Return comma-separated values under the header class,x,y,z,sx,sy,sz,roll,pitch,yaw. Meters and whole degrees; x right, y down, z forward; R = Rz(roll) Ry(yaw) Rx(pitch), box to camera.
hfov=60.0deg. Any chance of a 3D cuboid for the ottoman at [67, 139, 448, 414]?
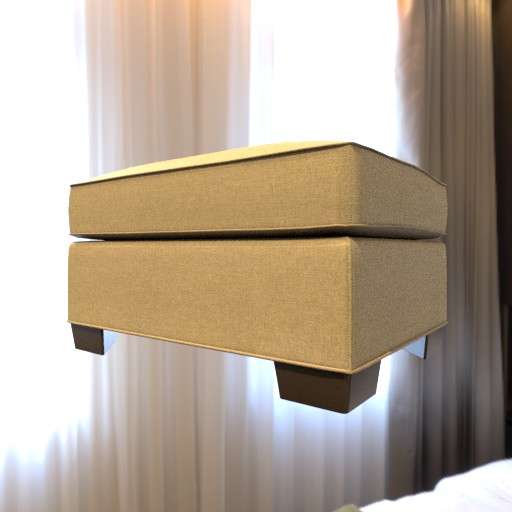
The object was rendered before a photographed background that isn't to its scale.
class,x,y,z,sx,sy,sz,roll,pitch,yaw
ottoman,0.000,0.000,1.193,0.843,0.504,0.619,1,1,37
